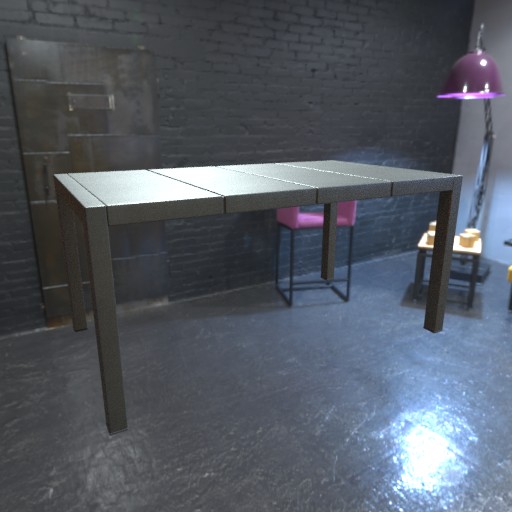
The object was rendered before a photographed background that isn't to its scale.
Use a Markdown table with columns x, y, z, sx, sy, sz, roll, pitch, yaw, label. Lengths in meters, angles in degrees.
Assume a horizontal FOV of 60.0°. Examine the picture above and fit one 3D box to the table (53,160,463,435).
| x | y | z | sx | sy | sz | roll | pitch | yaw | label |
| --- | --- | --- | --- | --- | --- | --- | --- | --- | --- |
| 0.000 | 0.000 | 1.269 | 0.965 | 0.460 | 0.559 | -9 | 19 | -27 | table |
